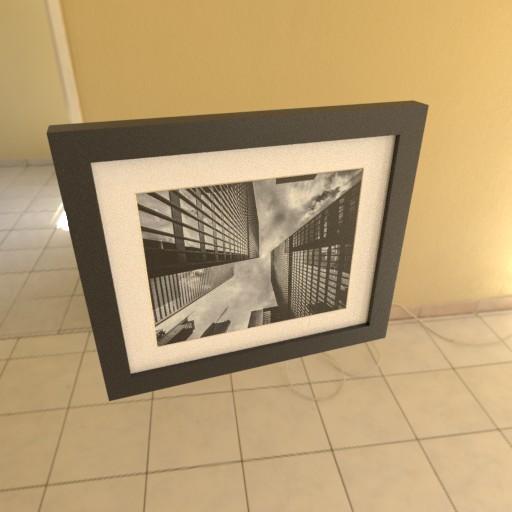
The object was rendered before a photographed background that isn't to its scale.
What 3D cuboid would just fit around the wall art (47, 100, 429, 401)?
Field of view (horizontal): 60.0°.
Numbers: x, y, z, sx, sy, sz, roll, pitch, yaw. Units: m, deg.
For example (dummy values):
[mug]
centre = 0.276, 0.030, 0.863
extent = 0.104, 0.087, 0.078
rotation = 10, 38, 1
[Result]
[wall art]
centre = 0.000, 0.000, 0.516
extent = 0.381, 0.321, 0.028
rotation = -9, 31, -15
